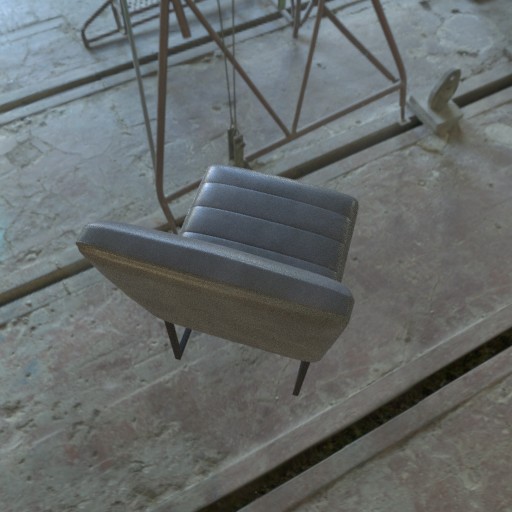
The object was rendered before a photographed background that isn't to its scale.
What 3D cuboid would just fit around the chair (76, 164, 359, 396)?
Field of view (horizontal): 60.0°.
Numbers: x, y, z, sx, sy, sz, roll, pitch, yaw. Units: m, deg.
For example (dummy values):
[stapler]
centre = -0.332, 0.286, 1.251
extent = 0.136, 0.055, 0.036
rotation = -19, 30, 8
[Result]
[chair]
centre = 0.000, 0.000, 1.295
extent = 0.520, 0.930, 0.634
rotation = 15, 63, 8
